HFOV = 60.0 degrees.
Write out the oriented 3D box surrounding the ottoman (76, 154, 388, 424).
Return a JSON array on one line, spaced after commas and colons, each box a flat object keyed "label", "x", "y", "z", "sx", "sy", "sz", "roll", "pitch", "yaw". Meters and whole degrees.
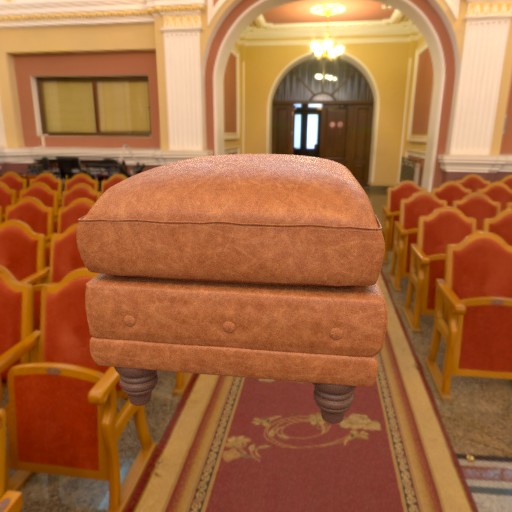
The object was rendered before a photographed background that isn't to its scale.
[{"label": "ottoman", "x": 0.000, "y": 0.000, "z": 1.079, "sx": 0.533, "sy": 0.480, "sz": 0.710, "roll": 2, "pitch": 16, "yaw": 8}]
